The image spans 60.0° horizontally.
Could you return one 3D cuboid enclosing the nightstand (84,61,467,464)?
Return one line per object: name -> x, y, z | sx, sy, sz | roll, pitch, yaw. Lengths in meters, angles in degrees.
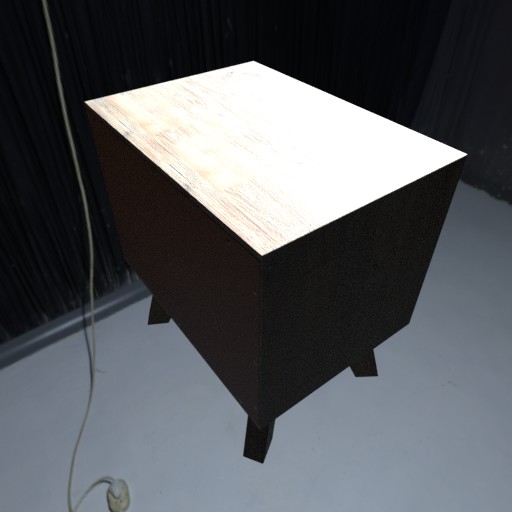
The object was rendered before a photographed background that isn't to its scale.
nightstand -> 0.000, 0.000, 0.948 | 0.396, 0.589, 0.552 | -26, 47, -27
